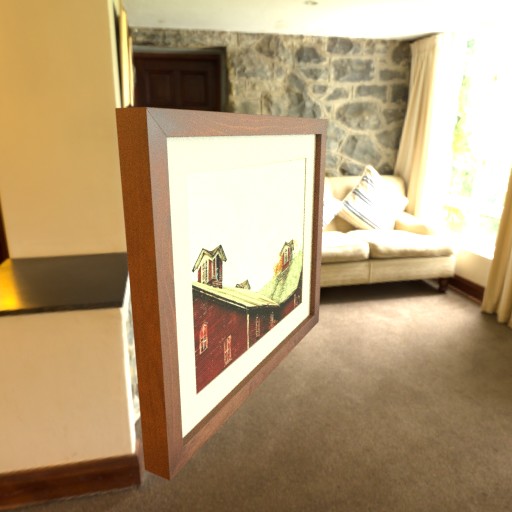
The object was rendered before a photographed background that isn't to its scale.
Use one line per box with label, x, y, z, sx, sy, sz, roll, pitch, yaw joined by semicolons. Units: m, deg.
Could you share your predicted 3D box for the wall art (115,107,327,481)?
wall art;0.000;0.000;0.543;0.030;0.328;0.401;8;18;27
